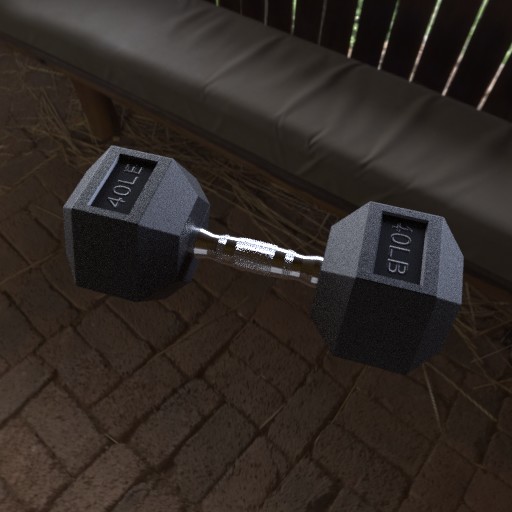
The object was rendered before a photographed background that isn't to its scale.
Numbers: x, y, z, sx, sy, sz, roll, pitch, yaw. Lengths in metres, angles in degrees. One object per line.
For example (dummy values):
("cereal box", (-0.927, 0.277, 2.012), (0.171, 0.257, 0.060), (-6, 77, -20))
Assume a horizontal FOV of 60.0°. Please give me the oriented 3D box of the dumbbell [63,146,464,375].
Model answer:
("dumbbell", (0.000, 0.000, 0.433), (0.361, 0.137, 0.157), (14, 59, 9))
